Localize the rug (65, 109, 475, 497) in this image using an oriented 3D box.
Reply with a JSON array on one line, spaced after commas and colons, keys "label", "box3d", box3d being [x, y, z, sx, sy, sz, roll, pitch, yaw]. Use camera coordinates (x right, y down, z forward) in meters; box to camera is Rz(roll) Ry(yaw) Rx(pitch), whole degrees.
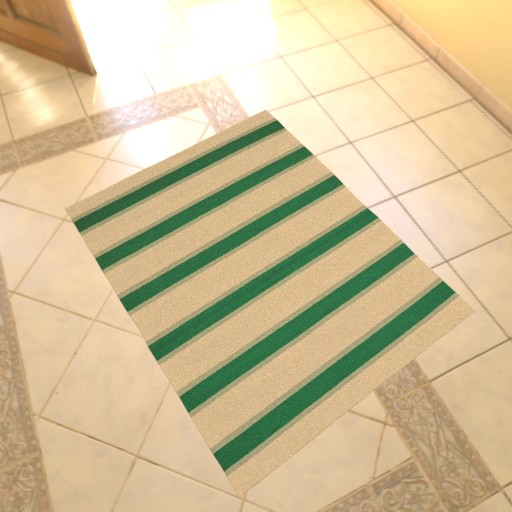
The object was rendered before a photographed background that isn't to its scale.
[{"label": "rug", "box3d": [0.000, 0.000, 4.051, 2.434, 0.019, 3.041, -31, 64, -17]}]
